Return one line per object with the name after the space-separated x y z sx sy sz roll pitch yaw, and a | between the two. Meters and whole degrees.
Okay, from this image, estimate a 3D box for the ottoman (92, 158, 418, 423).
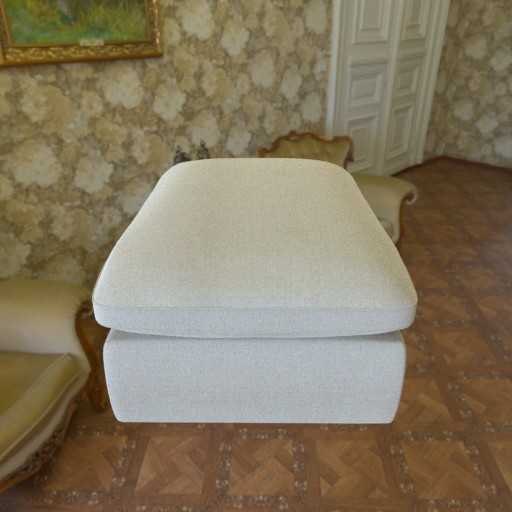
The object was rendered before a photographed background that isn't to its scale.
0.000 0.000 1.358 0.686 0.453 0.984 0 27 0 | ottoman
